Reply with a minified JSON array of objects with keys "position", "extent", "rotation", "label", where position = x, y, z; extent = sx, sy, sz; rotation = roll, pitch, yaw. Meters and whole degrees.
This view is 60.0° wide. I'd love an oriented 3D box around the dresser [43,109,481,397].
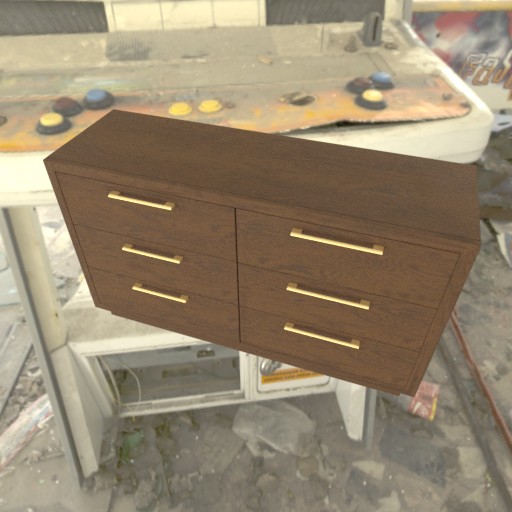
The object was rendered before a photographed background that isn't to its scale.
[{"position":[0.000,0.000,1.911],"extent":[1.523,0.889,0.512],"rotation":[13,43,14],"label":"dresser"}]
